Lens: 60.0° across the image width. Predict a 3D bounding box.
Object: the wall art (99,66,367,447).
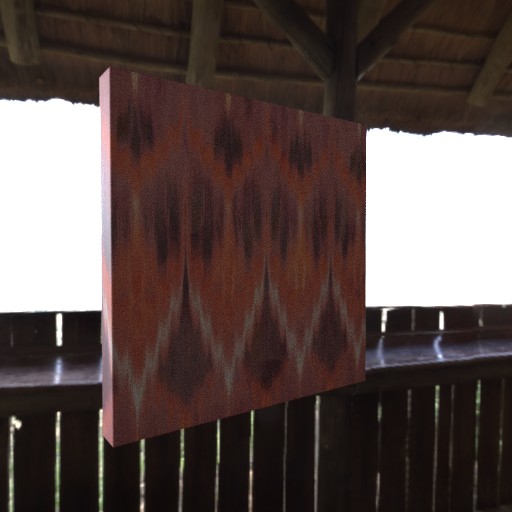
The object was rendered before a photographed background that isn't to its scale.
[{"bbox_3d":[0.000,0.000,0.602,0.403,0.406,0.038,-1,2,-35],"label":"wall art"}]
